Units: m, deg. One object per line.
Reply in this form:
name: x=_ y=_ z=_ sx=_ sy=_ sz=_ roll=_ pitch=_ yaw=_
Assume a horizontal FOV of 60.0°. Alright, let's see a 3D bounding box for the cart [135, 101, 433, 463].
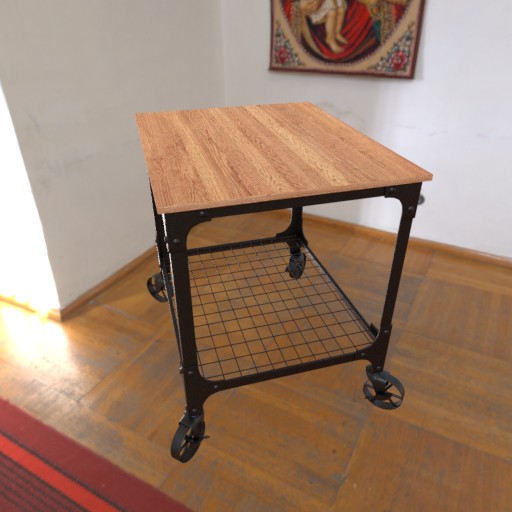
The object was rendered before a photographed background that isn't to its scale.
cart: x=0.000 y=0.000 z=1.124 sx=0.558 sy=0.603 sz=0.666 roll=-9 pitch=33 yaw=-14
